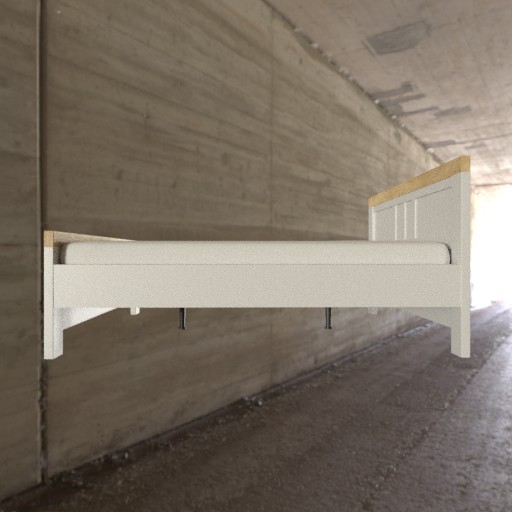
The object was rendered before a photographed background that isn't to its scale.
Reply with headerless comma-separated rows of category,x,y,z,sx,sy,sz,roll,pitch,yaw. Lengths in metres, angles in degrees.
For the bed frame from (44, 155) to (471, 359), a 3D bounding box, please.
bed frame,0.000,0.000,2.961,2.050,0.980,1.670,0,0,-1
